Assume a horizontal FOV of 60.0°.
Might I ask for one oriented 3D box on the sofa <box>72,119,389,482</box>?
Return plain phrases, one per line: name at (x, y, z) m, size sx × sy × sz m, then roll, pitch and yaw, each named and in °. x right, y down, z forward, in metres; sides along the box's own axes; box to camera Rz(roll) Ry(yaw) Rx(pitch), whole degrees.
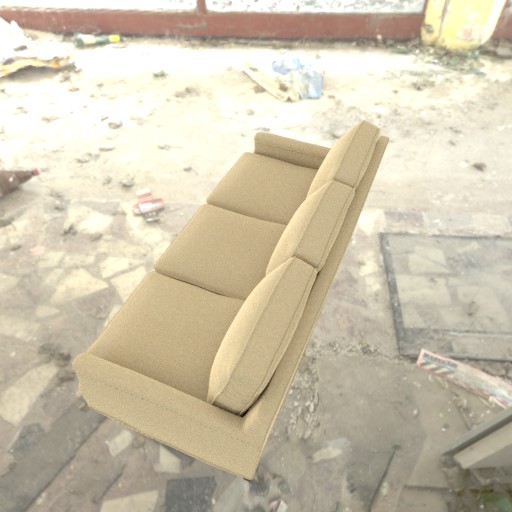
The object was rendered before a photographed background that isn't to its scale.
sofa at (0.000, 0.000, 2.745) m, size 1.084 × 1.003 × 2.246 m, roll 18°, pitch 49°, yaw 16°
